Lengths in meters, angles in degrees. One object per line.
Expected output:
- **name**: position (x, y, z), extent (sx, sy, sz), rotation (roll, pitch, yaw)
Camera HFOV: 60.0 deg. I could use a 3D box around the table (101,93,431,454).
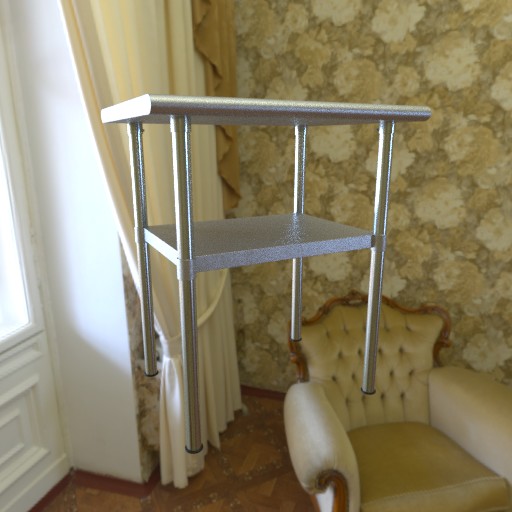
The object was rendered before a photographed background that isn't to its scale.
- **table**: position (0.000, 0.000, 1.381), extent (0.762, 0.876, 0.584), rotation (-8, 17, -27)
